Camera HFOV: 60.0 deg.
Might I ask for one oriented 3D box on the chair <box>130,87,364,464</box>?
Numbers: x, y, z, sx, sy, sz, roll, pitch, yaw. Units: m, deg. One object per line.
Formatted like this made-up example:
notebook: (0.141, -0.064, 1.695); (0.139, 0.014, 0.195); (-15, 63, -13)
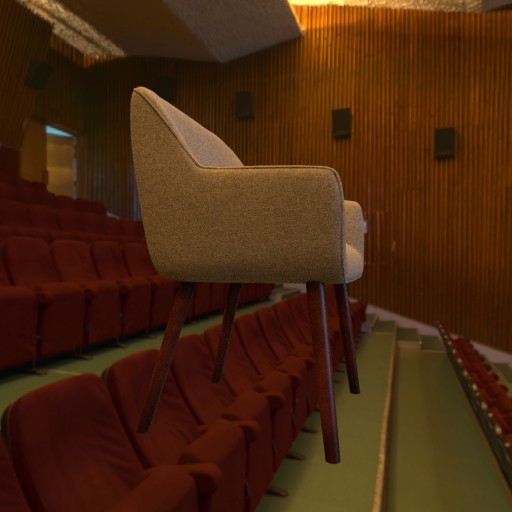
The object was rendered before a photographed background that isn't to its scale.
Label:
chair: (0.000, 0.000, 1.160); (0.519, 0.803, 0.543); (0, -1, 18)
